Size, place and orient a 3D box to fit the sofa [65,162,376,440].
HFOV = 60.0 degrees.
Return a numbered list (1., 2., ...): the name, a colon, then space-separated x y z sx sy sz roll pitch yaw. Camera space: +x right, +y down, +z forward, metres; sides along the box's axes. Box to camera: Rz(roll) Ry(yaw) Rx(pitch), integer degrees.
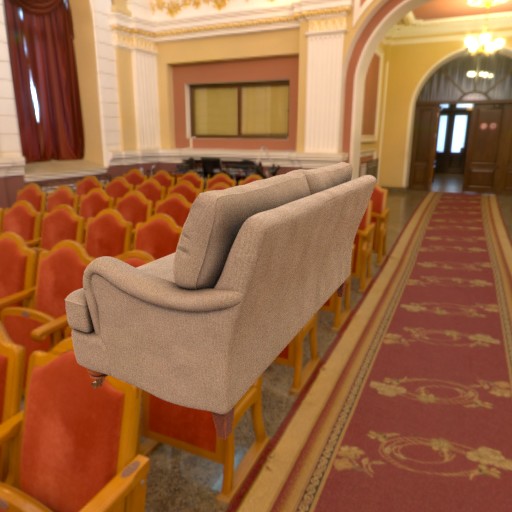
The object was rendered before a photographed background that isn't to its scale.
1. sofa: 0.000 0.000 2.824 1.069 1.096 2.193 7 17 24
